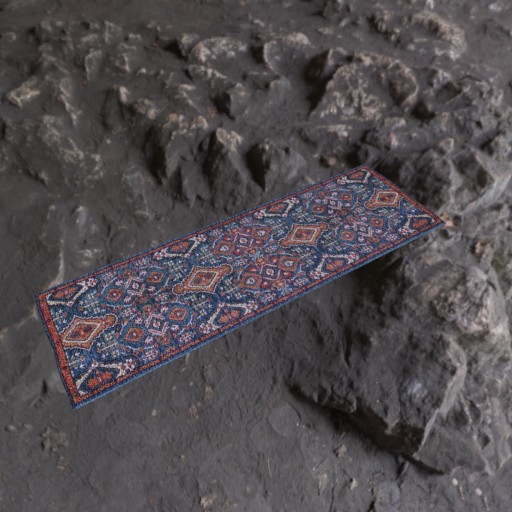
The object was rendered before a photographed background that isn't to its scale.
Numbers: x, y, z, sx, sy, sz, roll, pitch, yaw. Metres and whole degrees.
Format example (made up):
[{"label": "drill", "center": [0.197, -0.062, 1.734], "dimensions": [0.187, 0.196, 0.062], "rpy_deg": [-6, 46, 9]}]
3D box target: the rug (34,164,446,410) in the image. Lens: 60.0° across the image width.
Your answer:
[{"label": "rug", "center": [0.000, 0.000, 2.704], "dimensions": [2.459, 0.010, 0.801], "rpy_deg": [-24, 51, -21]}]
